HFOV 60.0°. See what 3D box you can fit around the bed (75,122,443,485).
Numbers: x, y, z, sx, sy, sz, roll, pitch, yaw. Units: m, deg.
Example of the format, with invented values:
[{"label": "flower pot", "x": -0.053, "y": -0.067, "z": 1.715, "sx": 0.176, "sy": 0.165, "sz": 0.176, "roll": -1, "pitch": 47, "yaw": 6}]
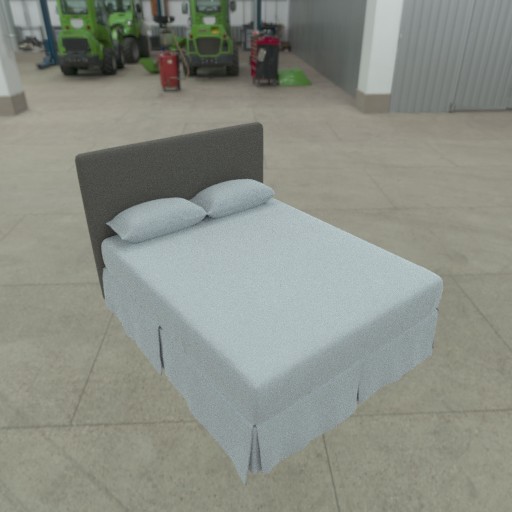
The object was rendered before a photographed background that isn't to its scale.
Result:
[{"label": "bed", "x": 0.000, "y": 0.000, "z": 3.206, "sx": 1.748, "sy": 1.330, "sz": 2.142, "roll": -21, "pitch": 36, "yaw": -32}]
